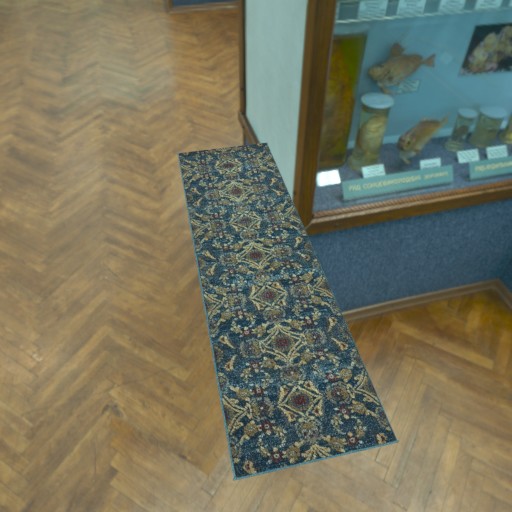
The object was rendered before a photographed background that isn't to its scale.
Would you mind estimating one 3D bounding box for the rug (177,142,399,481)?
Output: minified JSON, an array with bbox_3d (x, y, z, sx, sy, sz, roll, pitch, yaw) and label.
[{"bbox_3d":[0.000,0.000,2.520,0.685,0.014,2.292,-9,47,-9],"label":"rug"}]
